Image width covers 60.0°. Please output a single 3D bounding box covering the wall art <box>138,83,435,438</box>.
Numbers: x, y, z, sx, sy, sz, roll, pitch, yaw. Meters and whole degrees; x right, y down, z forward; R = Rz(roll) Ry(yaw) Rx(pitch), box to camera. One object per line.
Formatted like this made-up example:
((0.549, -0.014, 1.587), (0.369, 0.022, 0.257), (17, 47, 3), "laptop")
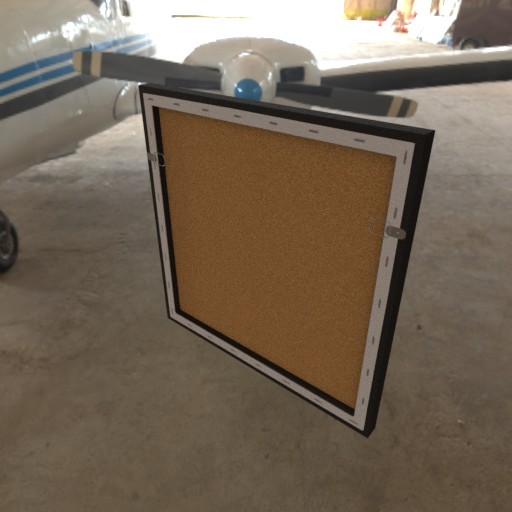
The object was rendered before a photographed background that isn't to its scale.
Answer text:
((0.000, 0.000, 1.140), (0.758, 0.758, 0.044), (23, 37, 33), "wall art")
